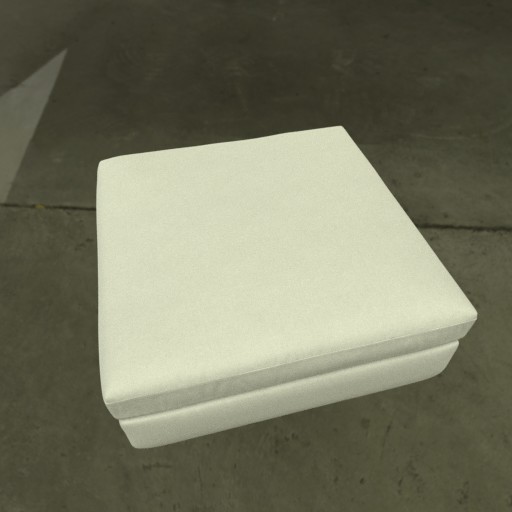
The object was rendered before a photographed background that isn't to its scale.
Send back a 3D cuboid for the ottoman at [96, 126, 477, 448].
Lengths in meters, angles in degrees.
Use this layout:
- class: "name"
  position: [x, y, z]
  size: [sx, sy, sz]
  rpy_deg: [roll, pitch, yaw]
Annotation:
- class: "ottoman"
  position: [0.000, 0.000, 1.759]
  size: [1.163, 0.482, 1.167]
  rpy_deg: [-11, 48, -10]
